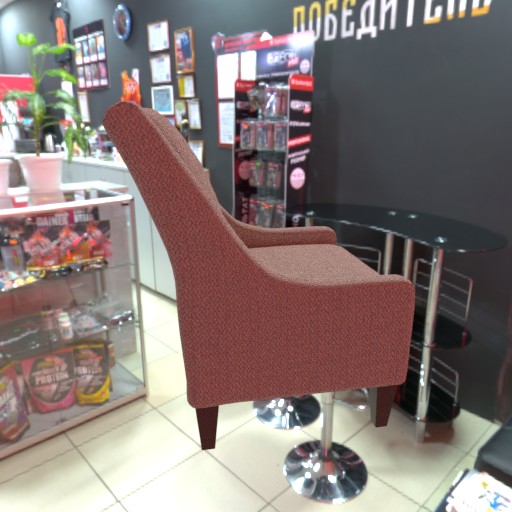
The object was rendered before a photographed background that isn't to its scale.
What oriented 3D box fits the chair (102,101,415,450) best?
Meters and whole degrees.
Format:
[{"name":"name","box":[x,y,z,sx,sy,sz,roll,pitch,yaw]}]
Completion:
[{"name":"chair","box":[0.000,0.000,1.584,0.870,1.014,0.774,-3,17,-10]}]
